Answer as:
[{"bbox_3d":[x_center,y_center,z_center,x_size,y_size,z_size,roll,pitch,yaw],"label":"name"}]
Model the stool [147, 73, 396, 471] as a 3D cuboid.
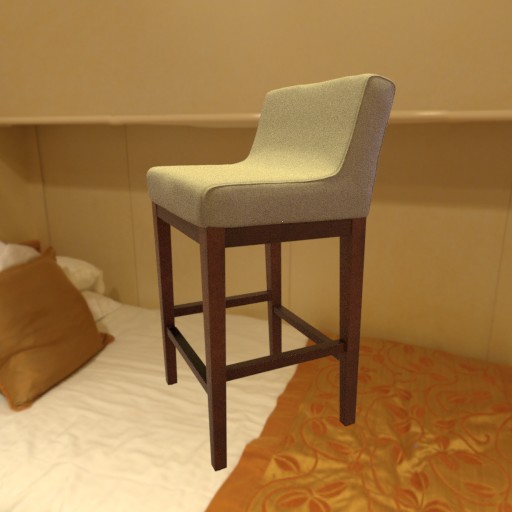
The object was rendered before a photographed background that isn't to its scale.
[{"bbox_3d":[0.000,0.000,1.256,0.500,0.937,0.511,-8,17,-25],"label":"stool"}]
